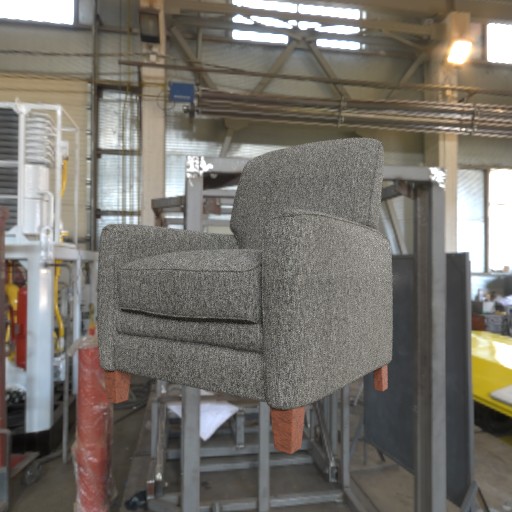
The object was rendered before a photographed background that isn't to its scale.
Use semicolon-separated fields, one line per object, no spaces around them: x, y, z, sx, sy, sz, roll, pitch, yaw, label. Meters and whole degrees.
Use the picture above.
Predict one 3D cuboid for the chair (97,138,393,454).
0.000;0.000;1.637;0.848;1.014;0.864;-1;-1;35;chair
